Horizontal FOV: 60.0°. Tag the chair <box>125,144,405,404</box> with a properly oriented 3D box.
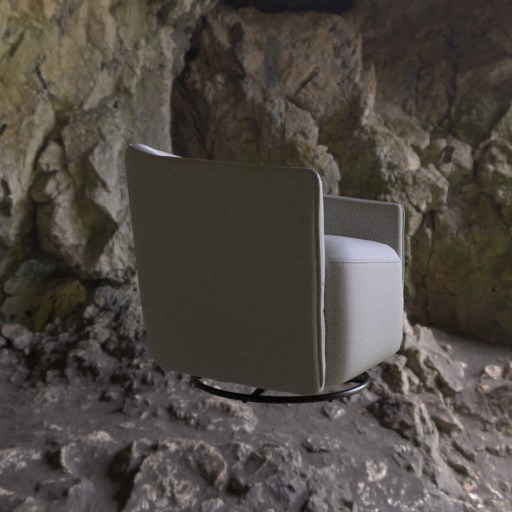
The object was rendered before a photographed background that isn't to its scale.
[{"bbox_3d":[0.000,0.000,1.505,0.875,0.799,0.747,-1,-2,34],"label":"chair"}]
